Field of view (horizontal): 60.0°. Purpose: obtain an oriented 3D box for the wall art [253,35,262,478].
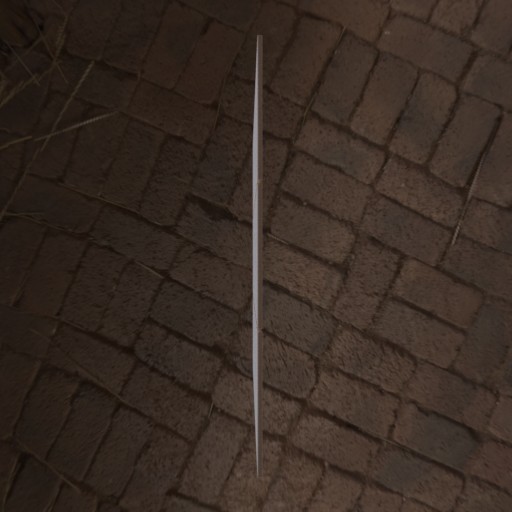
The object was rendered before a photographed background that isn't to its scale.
[{"bbox_3d":[0.000,0.000,2.286,0.017,1.521,1.527,0,90,-1],"label":"wall art"}]
